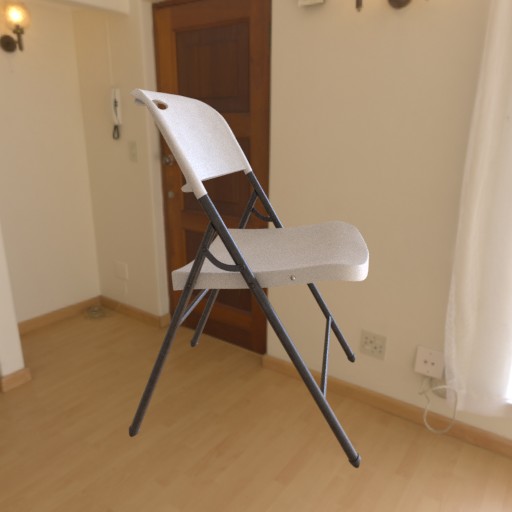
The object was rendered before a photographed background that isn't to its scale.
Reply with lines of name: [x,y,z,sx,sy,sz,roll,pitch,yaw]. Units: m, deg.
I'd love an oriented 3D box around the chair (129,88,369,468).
chair: [0.000,0.000,1.148,0.566,0.810,0.494,3,17,10]
